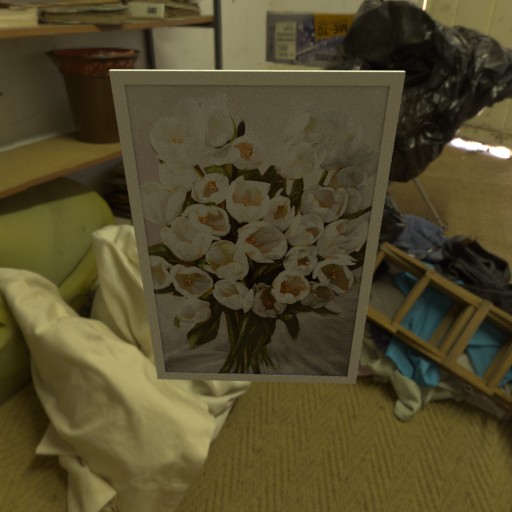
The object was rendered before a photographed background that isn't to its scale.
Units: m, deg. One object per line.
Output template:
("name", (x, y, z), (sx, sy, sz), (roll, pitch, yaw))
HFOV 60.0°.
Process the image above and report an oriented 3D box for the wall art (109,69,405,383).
("wall art", (0.000, 0.000, 1.239), (0.660, 0.965, 0.015), (1, 31, 1))
